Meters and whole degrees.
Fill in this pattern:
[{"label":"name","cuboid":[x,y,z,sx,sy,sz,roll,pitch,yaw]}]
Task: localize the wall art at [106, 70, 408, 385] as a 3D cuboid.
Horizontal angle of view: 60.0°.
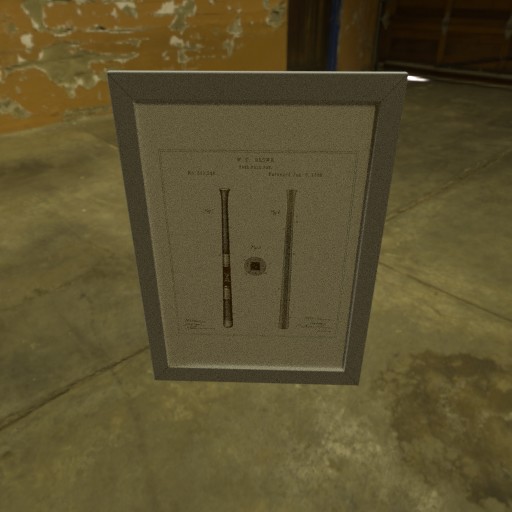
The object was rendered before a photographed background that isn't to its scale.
[{"label":"wall art","cuboid":[0.000,0.000,0.684,0.374,0.529,0.012,1,30,2]}]
